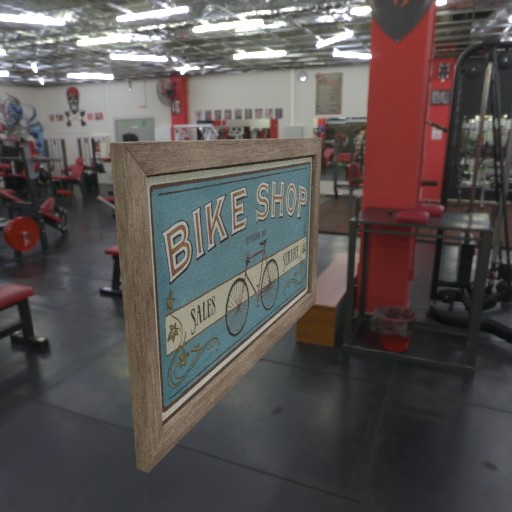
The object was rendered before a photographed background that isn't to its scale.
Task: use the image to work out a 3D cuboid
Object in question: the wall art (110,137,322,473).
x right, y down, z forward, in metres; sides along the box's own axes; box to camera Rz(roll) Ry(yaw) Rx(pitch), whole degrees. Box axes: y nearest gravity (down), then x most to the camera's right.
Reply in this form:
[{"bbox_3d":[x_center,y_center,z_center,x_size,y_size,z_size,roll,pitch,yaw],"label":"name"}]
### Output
[{"bbox_3d":[0.000,0.000,0.942,0.021,0.480,0.780,7,17,25],"label":"wall art"}]
